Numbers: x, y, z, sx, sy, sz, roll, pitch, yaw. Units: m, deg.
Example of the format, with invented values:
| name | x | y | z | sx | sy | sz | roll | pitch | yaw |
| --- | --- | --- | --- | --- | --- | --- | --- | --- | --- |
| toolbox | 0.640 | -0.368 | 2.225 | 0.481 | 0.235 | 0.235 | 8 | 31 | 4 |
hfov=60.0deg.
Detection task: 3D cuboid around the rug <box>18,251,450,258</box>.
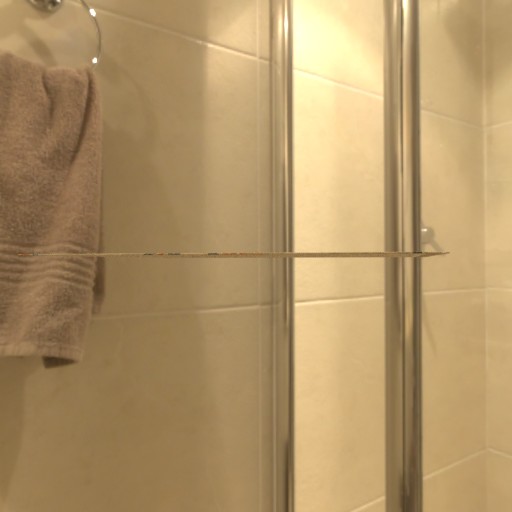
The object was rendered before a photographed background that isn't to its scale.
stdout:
| name | x | y | z | sx | sy | sz | roll | pitch | yaw |
| --- | --- | --- | --- | --- | --- | --- | --- | --- | --- |
| rug | 0.000 | 0.000 | 4.071 | 3.048 | 0.010 | 2.439 | 0 | -1 | 18 |
